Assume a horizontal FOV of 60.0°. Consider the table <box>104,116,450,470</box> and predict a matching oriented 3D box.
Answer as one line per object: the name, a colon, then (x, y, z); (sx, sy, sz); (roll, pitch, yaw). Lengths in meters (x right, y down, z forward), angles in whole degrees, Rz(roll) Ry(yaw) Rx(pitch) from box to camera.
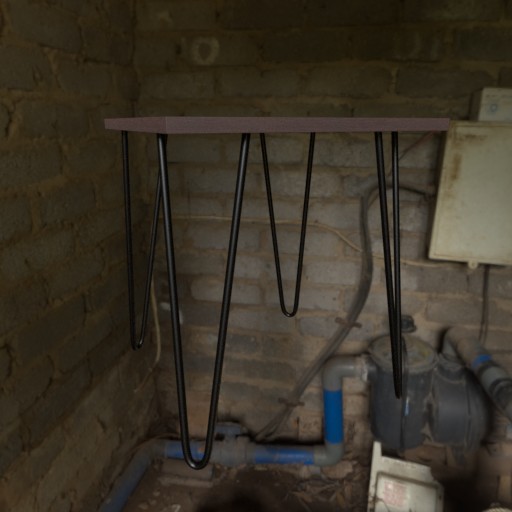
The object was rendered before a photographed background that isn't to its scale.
table: (0.000, 0.000, 0.944); (0.495, 0.559, 0.495); (-8, 19, -25)
